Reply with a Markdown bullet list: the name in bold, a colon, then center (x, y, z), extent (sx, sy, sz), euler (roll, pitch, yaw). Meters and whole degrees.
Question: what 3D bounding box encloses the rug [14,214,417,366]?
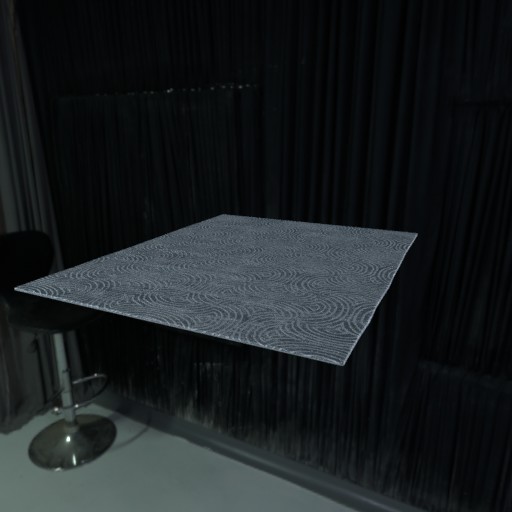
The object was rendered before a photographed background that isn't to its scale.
- **rug**: center (0.000, 0.000, 4.029), extent (2.456, 0.021, 3.042), euler (8, 18, 25)
